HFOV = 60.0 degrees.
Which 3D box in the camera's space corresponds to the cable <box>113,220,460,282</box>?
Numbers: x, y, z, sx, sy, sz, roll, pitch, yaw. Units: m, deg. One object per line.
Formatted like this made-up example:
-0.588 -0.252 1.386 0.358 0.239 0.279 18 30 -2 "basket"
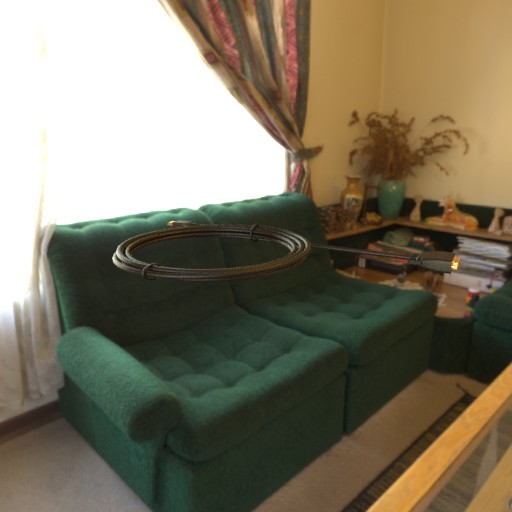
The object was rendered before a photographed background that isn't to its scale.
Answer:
0.000 0.000 0.521 0.422 0.030 0.257 8 17 28 "cable"
